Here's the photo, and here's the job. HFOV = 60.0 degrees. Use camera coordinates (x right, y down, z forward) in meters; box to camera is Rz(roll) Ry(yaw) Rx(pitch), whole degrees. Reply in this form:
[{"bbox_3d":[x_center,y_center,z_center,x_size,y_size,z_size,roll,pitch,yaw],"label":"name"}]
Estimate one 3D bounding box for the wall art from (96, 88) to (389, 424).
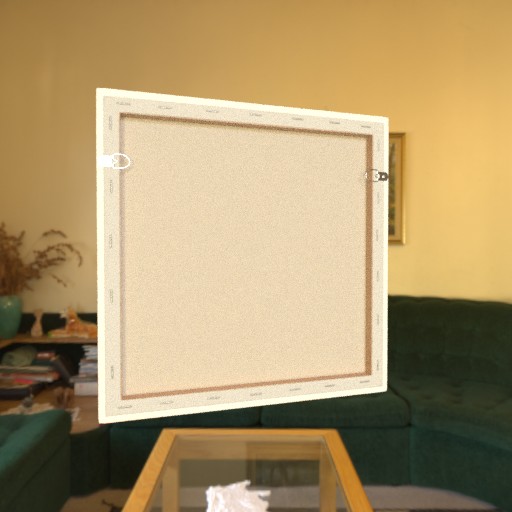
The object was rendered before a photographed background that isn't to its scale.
[{"bbox_3d":[0.000,0.000,1.352,0.912,0.914,0.039,0,1,-18],"label":"wall art"}]
